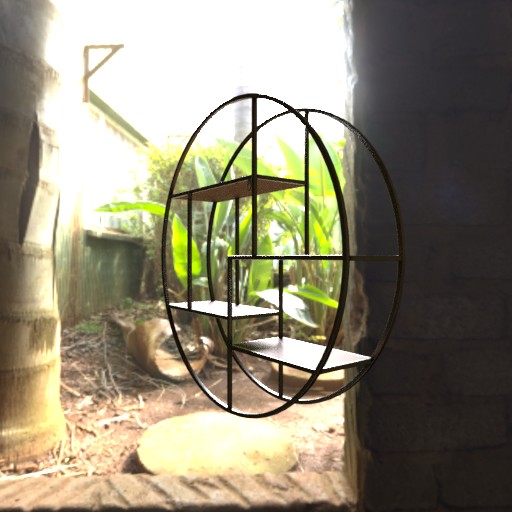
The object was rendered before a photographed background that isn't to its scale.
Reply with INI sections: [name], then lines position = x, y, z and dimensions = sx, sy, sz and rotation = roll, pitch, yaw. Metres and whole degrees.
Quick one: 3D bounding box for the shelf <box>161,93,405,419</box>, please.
[shelf]
position = 0.000, 0.000, 1.318
dimensions = 0.202, 0.888, 0.888
rotation = 0, 0, -37
